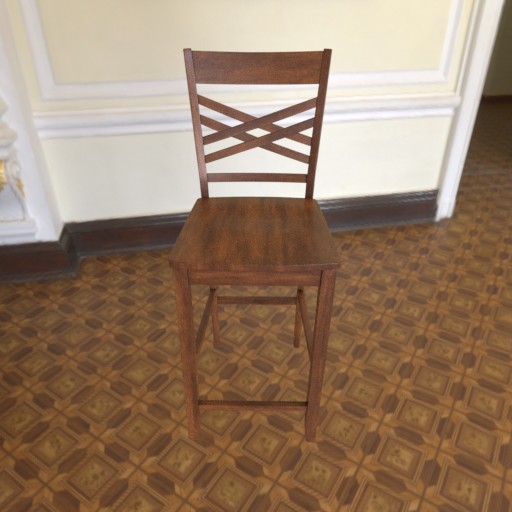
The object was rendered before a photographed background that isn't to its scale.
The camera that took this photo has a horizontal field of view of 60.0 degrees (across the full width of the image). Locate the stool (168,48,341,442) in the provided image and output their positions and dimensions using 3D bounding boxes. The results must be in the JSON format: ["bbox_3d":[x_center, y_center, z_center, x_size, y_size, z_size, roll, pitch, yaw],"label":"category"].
[{"bbox_3d":[0.000,0.000,1.344,0.426,1.098,0.504,1,31,1],"label":"stool"}]
